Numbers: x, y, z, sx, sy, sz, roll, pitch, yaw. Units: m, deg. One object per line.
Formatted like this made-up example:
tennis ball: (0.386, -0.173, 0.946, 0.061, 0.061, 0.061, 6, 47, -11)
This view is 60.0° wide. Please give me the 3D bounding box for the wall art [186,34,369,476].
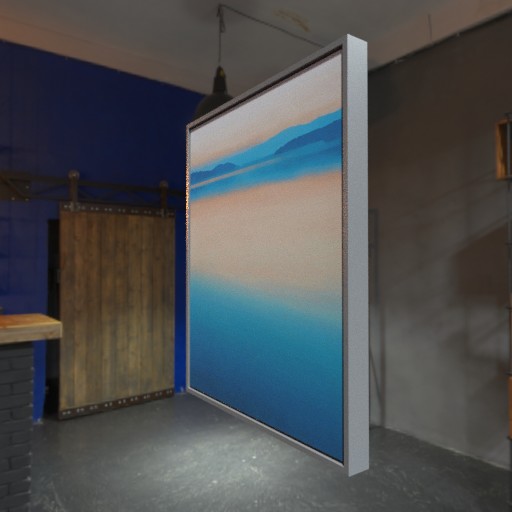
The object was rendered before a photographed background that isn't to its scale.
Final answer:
wall art: (0.000, 0.000, 0.750, 0.037, 0.554, 0.453, 1, -1, -35)
